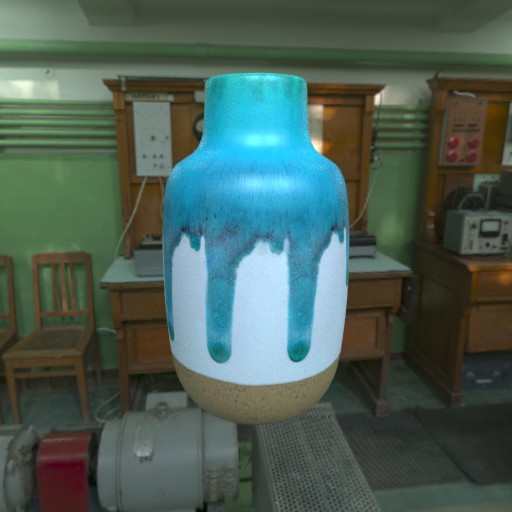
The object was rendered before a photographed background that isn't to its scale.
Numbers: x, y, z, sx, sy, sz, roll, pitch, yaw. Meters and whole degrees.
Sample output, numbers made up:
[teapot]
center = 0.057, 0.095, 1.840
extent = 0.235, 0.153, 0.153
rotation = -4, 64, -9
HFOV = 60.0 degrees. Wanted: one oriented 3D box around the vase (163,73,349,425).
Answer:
[vase]
center = 0.000, 0.000, 0.257
extent = 0.106, 0.192, 0.106
rotation = 0, 14, 0
